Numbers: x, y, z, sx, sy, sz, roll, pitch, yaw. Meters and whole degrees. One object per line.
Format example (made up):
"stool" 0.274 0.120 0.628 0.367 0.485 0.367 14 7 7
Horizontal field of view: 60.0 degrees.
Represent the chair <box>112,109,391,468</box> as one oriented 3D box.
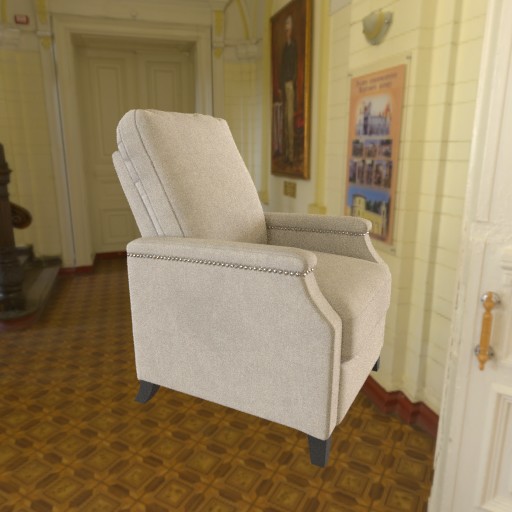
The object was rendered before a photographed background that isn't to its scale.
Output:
"chair" 0.000 0.000 1.669 0.922 1.049 0.710 8 16 27
